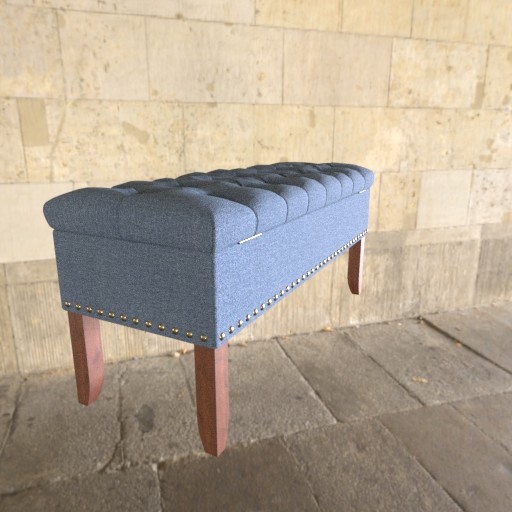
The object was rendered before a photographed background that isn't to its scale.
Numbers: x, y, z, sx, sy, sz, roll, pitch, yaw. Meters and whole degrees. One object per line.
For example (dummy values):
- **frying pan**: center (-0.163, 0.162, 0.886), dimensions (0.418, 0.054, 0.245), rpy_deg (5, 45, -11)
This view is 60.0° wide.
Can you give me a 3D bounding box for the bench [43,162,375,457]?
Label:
- **bench**: center (0.000, 0.000, 1.286), dimensions (0.417, 0.492, 1.052), rpy_deg (8, 17, 27)
